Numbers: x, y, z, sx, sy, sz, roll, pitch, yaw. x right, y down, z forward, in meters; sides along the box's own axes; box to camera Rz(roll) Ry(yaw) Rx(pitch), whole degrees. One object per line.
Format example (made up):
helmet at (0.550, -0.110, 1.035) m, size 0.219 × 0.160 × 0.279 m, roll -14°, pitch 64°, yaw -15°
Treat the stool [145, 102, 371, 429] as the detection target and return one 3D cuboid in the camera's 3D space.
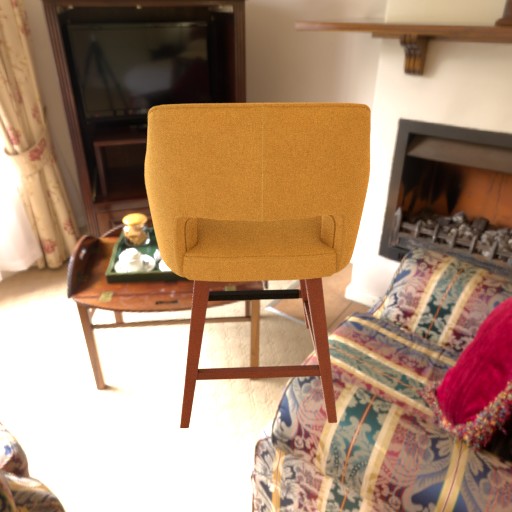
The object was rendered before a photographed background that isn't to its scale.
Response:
stool at (0.000, 0.000, 1.255) m, size 0.548 × 0.924 × 0.558 m, roll -1°, pitch 29°, yaw -2°
